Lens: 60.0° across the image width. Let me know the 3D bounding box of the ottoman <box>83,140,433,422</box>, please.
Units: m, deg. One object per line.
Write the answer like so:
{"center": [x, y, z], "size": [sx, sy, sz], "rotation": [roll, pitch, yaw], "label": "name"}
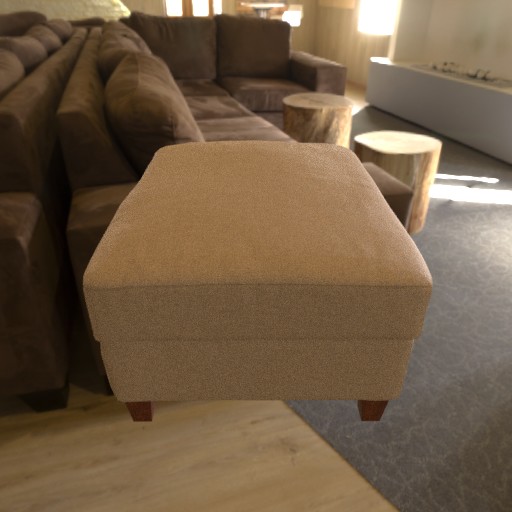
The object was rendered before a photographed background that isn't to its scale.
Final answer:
{"center": [0.000, 0.000, 1.301], "size": [0.692, 0.511, 0.902], "rotation": [0, 30, 0], "label": "ottoman"}
